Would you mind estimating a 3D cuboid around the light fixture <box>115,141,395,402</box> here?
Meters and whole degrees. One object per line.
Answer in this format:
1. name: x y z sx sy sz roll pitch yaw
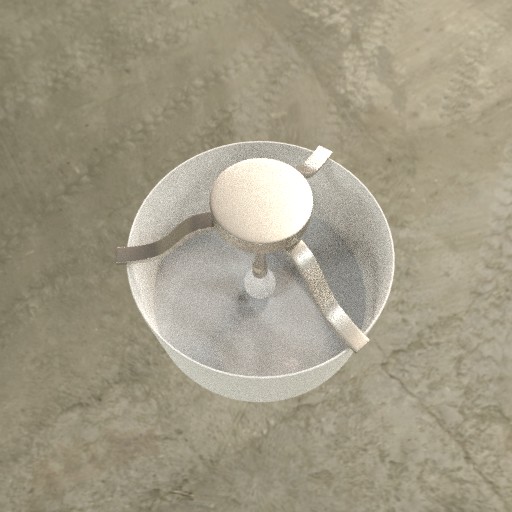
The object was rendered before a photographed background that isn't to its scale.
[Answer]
1. light fixture: 0.000 0.000 0.669 0.395 0.304 0.395 0 63 0
